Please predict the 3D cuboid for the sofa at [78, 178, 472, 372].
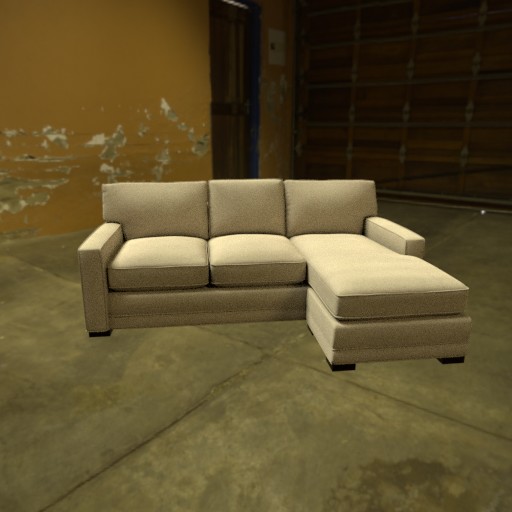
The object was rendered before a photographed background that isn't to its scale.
[{"bbox_3d":[0.000,0.000,2.822,2.087,0.861,1.496,-2,15,-7],"label":"sofa"}]
